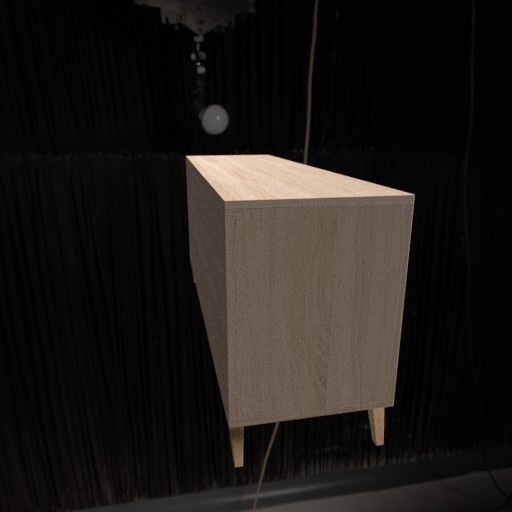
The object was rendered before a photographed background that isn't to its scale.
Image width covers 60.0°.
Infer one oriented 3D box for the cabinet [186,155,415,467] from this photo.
[{"bbox_3d":[0.000,0.000,1.990,0.500,0.780,1.649,-3,17,-11],"label":"cabinet"}]
